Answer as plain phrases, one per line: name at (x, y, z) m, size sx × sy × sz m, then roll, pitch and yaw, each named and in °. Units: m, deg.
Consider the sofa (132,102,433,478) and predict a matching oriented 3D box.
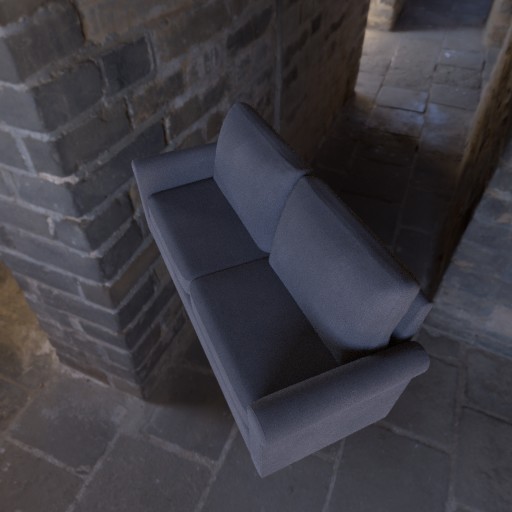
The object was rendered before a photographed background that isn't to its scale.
sofa at (0.000, 0.000, 2.395) m, size 0.842 × 0.942 × 1.935 m, roll -19°, pitch 49°, yaw -17°
